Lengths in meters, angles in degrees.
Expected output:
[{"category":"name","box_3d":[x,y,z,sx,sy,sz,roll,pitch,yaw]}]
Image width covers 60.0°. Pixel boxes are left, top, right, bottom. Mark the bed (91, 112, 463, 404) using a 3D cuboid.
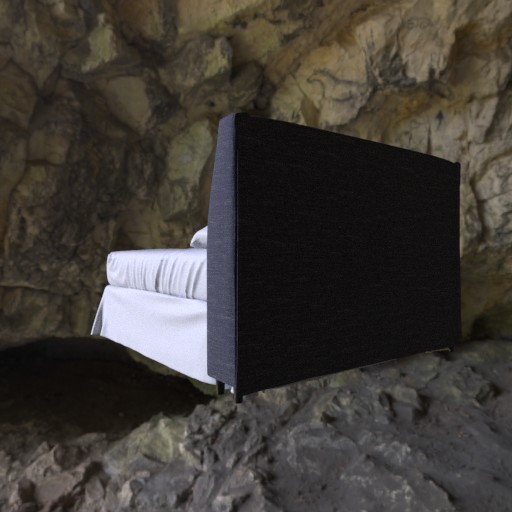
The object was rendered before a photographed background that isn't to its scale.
[{"category":"bed","box_3d":[0.000,0.000,3.421,1.925,1.332,2.276,0,0,-37]}]
